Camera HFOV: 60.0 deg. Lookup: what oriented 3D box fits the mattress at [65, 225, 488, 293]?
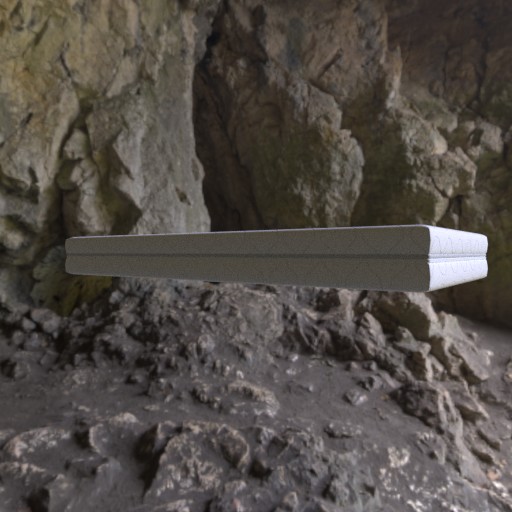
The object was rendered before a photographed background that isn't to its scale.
[{"bbox_3d":[0.000,0.000,2.175,1.900,0.200,0.900,0,1,37],"label":"mattress"}]
